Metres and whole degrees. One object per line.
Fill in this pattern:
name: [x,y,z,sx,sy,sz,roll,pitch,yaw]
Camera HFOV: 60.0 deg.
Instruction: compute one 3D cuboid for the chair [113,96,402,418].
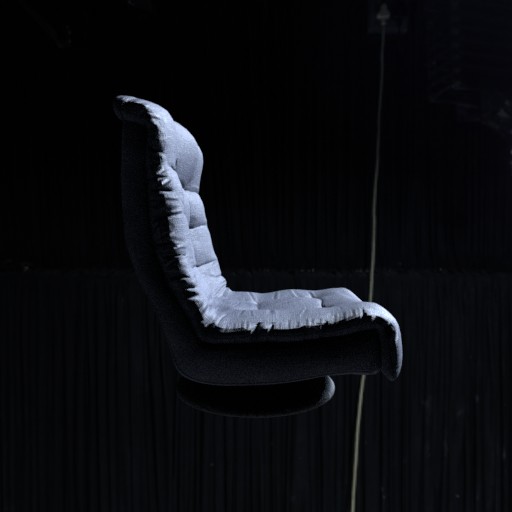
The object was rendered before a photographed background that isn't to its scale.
chair: [0.000,0.000,1.229,0.668,0.749,0.597,0,1,0]
